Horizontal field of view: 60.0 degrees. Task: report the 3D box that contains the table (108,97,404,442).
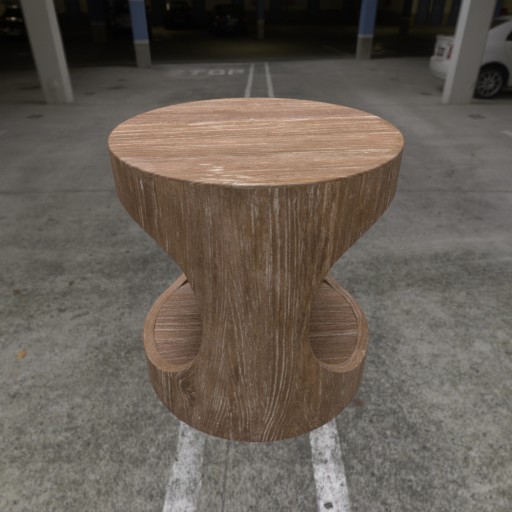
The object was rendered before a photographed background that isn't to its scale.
[{"bbox_3d":[0.000,0.000,0.963,0.527,0.551,0.527,0,32,0],"label":"table"}]
